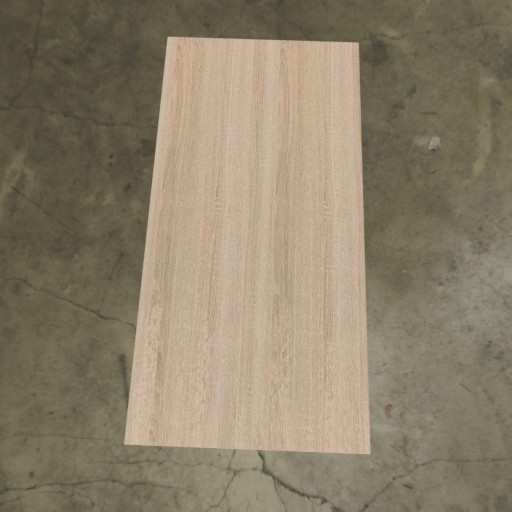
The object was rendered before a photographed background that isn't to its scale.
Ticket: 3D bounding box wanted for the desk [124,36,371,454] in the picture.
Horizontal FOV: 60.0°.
[{"bbox_3d":[0.000,0.000,1.344,0.499,0.660,0.991,2,75,1],"label":"desk"}]
